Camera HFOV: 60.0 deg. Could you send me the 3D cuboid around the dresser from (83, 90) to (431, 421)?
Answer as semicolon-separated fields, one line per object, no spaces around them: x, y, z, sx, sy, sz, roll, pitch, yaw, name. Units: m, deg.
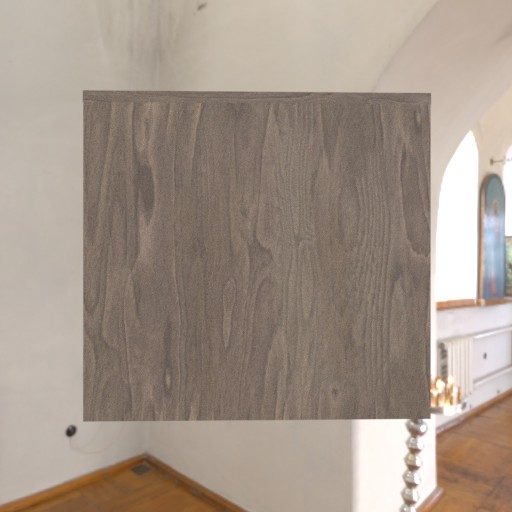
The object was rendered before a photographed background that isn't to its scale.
0.000;0.000;1.293;0.809;0.762;0.529;0;0;-1;dresser
